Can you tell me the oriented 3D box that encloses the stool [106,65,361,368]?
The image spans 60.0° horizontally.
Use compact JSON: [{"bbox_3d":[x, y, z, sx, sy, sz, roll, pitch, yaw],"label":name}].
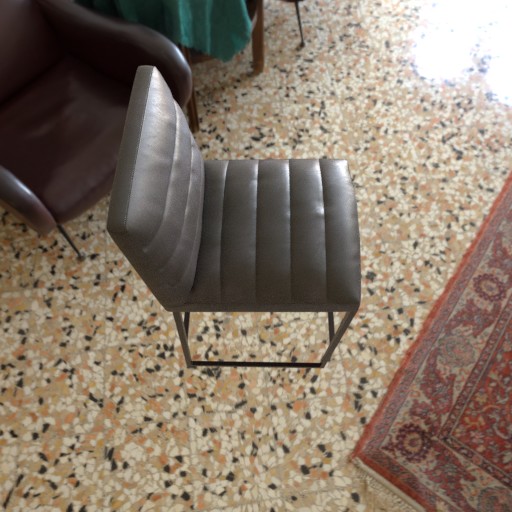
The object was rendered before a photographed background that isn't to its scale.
[{"bbox_3d":[0.000,0.000,1.366,0.562,1.065,0.463,1,63,0],"label":"stool"}]
